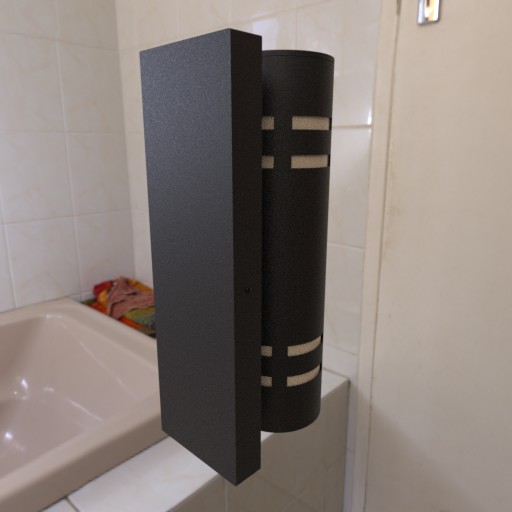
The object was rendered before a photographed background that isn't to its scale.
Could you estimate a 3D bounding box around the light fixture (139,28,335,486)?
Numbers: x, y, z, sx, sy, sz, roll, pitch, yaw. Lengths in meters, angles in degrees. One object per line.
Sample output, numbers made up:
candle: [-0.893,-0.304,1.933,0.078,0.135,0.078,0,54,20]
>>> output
light fixture: [0.000,0.000,0.395,0.105,0.330,0.149,14,20,43]
